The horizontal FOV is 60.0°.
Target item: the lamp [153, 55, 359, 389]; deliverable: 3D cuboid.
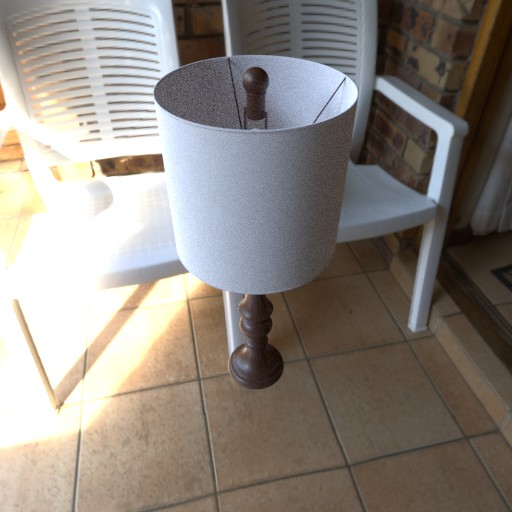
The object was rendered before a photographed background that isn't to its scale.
[{"bbox_3d":[0.000,0.000,0.726,0.250,0.597,0.250,-12,42,-14],"label":"lamp"}]
